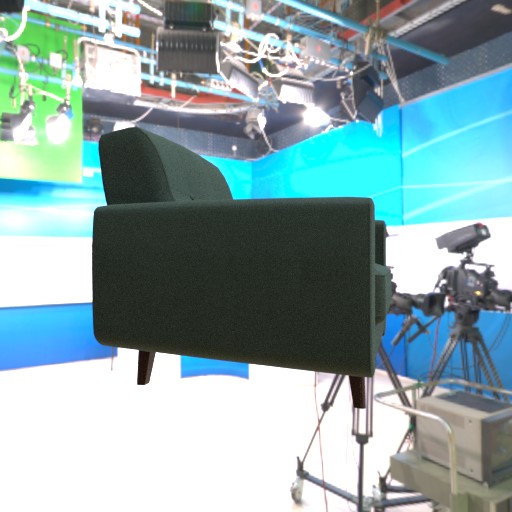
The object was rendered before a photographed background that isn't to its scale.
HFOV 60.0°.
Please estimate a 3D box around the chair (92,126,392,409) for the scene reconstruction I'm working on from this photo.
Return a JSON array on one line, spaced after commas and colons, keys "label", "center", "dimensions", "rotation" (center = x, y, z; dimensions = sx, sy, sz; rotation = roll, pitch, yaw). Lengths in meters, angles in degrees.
[{"label": "chair", "center": [0.000, 0.000, 1.582], "dimensions": [0.909, 0.841, 0.831], "rotation": [0, 0, 19]}]
